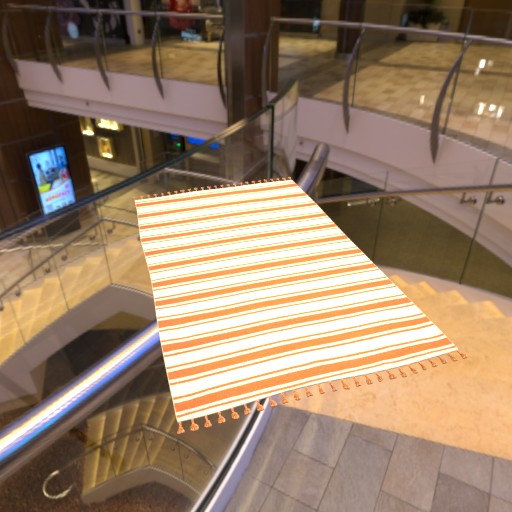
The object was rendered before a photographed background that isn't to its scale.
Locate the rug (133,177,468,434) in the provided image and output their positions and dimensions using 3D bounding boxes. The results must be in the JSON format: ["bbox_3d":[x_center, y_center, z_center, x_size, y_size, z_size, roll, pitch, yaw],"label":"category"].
[{"bbox_3d":[0.000,0.000,2.549,1.232,0.017,2.092,-10,34,-15],"label":"rug"}]
